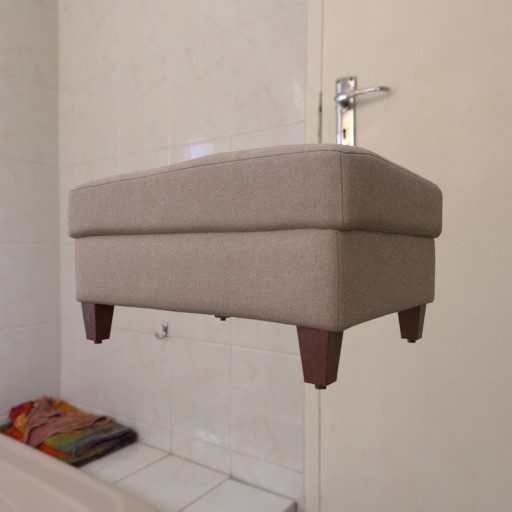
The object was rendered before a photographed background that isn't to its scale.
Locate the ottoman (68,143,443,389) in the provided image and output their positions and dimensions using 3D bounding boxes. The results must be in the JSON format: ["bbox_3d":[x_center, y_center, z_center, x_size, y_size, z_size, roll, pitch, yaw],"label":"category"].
[{"bbox_3d":[0.000,0.000,1.305,0.902,0.511,0.692,0,0,36],"label":"ottoman"}]
